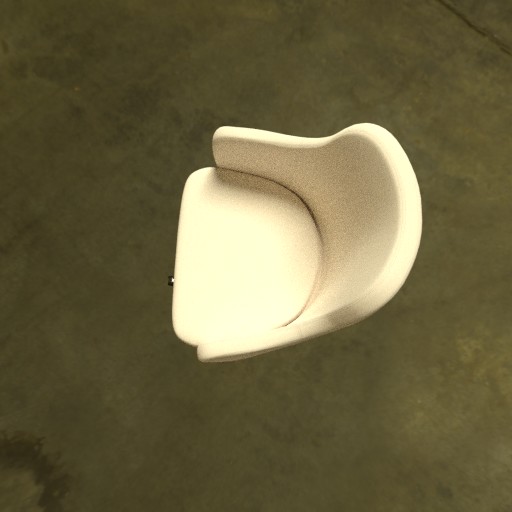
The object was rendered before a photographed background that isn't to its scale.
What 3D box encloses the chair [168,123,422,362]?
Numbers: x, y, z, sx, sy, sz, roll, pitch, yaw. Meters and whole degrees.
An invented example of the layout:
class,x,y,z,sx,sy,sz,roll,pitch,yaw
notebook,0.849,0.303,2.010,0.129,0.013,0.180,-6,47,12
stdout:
class,x,y,z,sx,sy,sz,roll,pitch,yaw
chair,0.000,0.000,1.252,0.647,0.819,0.602,2,75,1
